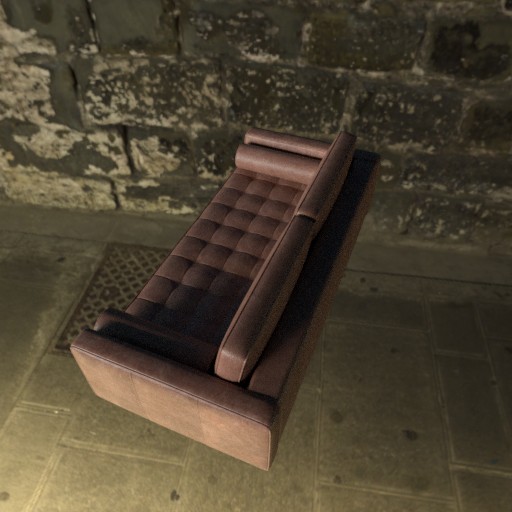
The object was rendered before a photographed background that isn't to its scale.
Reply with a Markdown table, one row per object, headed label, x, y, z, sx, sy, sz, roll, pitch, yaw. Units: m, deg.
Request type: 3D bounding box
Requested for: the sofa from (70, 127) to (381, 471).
| label | x | y | z | sx | sy | sz | roll | pitch | yaw |
| --- | --- | --- | --- | --- | --- | --- | --- | --- | --- |
| sofa | 0.000 | 0.000 | 2.381 | 0.910 | 0.760 | 1.870 | 17 | 48 | 16 |
